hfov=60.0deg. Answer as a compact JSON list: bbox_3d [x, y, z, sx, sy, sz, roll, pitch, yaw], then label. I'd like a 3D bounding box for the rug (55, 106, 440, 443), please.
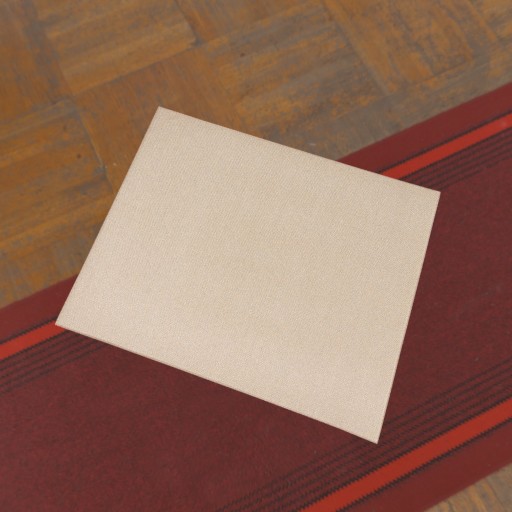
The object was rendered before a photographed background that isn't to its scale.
[{"bbox_3d":[0.000,0.000,4.226,3.039,0.018,2.462,18,74,5],"label":"rug"}]
